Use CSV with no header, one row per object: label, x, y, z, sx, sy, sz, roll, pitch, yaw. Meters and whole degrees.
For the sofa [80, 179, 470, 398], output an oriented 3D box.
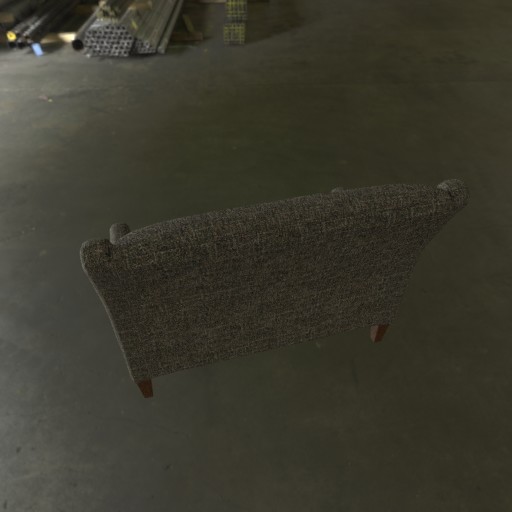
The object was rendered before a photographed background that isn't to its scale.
sofa,0.000,0.000,1.934,1.242,1.021,0.870,-11,42,-12
